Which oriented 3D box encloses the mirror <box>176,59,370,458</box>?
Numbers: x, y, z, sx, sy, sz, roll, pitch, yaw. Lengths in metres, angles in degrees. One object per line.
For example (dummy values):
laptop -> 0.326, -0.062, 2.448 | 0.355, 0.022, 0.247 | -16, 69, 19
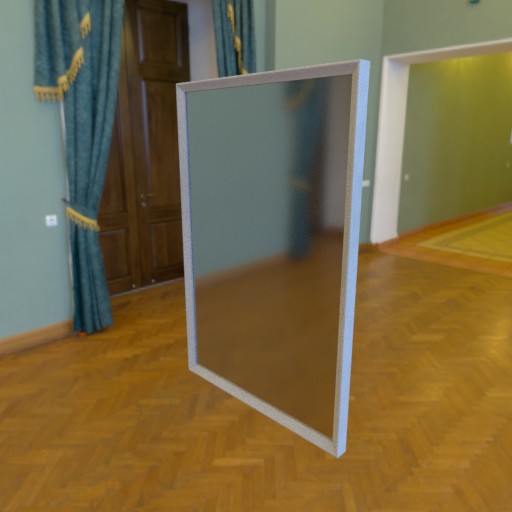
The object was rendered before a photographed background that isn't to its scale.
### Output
mirror -> 0.000, 0.000, 1.198 | 0.609, 0.915, 0.041 | 15, 21, 43
